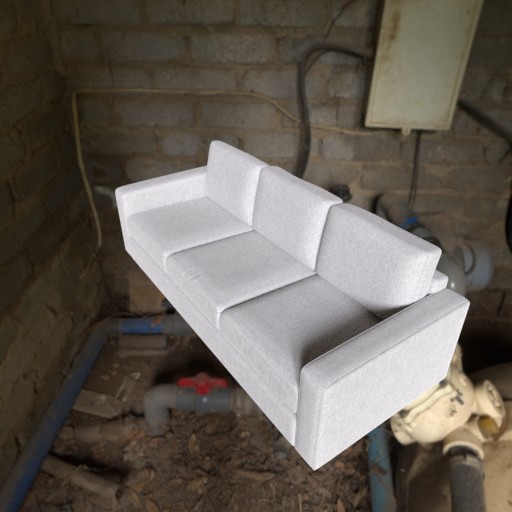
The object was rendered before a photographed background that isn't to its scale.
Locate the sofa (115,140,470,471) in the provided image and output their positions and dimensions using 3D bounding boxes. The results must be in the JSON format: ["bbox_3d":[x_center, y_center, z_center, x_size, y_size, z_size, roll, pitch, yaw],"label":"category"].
[{"bbox_3d":[0.000,0.000,2.575,0.900,0.800,2.120,-21,38,-29],"label":"sofa"}]
